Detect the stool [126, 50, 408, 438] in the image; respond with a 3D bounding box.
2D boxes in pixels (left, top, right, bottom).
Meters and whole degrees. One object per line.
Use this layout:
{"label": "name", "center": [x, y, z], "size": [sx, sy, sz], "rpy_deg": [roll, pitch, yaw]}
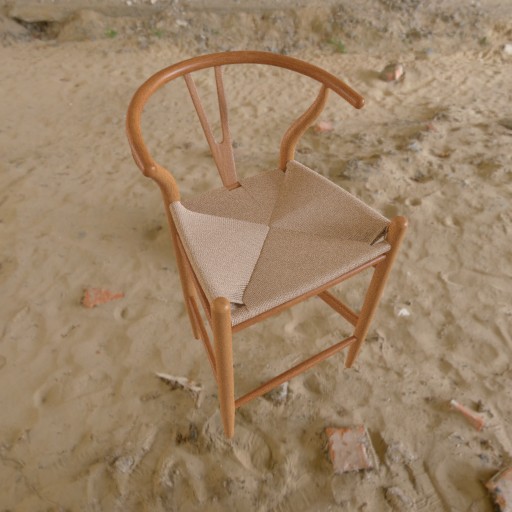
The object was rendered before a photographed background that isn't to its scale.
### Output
{"label": "stool", "center": [0.000, 0.000, 1.311], "size": [0.569, 0.970, 0.579], "rpy_deg": [-23, 51, -21]}
